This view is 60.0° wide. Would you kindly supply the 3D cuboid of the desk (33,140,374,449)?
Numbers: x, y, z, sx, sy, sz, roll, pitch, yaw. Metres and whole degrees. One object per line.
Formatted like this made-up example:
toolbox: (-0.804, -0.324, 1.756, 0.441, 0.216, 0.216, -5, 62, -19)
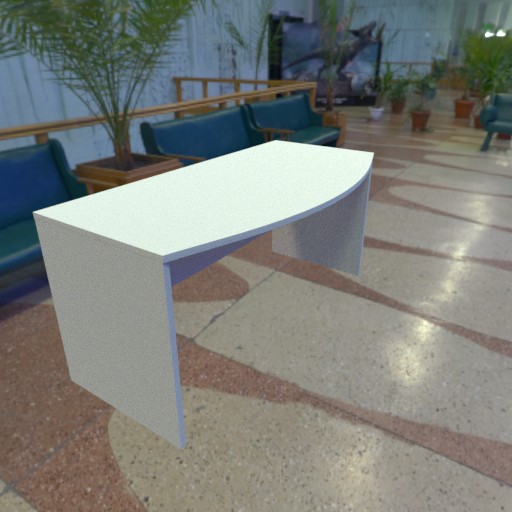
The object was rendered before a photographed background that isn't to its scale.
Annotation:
desk: (0.000, 0.000, 2.105, 0.802, 0.750, 1.600, 16, 30, 31)
